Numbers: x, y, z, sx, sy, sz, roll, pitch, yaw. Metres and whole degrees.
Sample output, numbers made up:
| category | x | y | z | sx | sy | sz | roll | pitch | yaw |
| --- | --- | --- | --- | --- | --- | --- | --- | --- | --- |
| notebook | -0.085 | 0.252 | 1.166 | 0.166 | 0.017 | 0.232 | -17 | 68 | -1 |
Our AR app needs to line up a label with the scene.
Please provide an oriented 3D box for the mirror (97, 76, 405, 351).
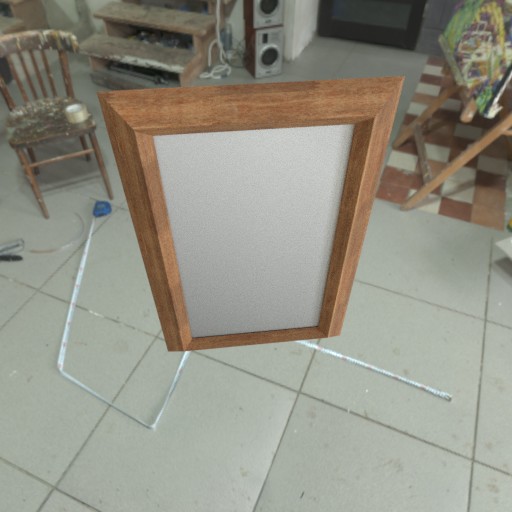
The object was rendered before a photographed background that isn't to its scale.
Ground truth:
| category | x | y | z | sx | sy | sz | roll | pitch | yaw |
| --- | --- | --- | --- | --- | --- | --- | --- | --- | --- |
| mirror | 0.000 | 0.000 | 1.283 | 0.651 | 1.010 | 0.047 | -5 | 47 | -4 |
